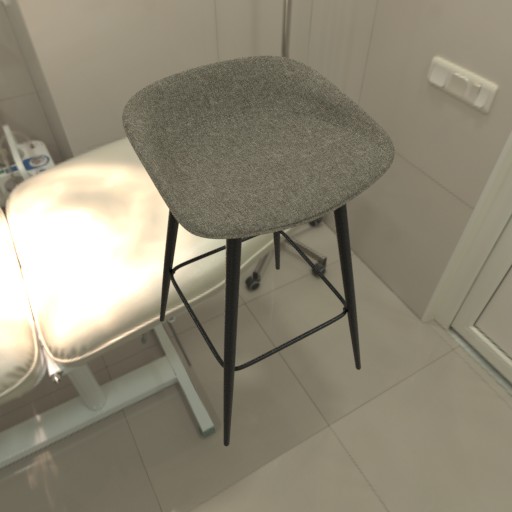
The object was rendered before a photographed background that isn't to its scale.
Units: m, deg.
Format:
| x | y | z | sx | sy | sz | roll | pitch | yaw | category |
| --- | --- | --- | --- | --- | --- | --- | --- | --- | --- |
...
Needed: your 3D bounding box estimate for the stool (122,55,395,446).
| x | y | z | sx | sy | sz | roll | pitch | yaw | category |
| --- | --- | --- | --- | --- | --- | --- | --- | --- | --- |
| 0.000 | 0.000 | 1.113 | 0.469 | 0.814 | 0.480 | -23 | 51 | -20 | stool |
